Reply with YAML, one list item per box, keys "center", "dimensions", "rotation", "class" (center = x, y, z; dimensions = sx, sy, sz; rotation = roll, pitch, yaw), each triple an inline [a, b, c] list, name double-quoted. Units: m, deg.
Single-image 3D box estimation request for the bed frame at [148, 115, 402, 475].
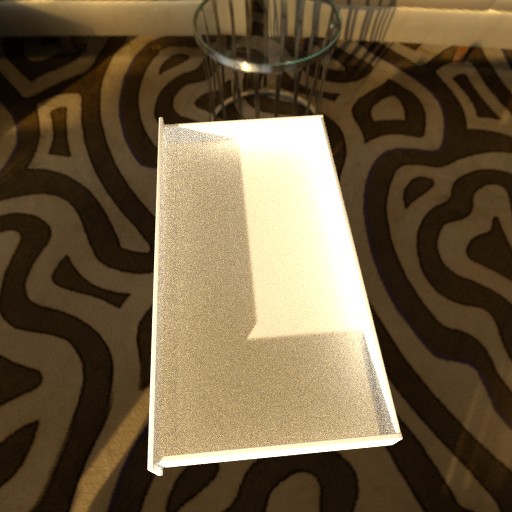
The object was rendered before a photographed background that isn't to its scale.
- center: [0.000, 0.000, 1.535]
  dimensions: [0.670, 0.141, 1.300]
  rotation: [-4, 59, -3]
  class: "bed frame"
